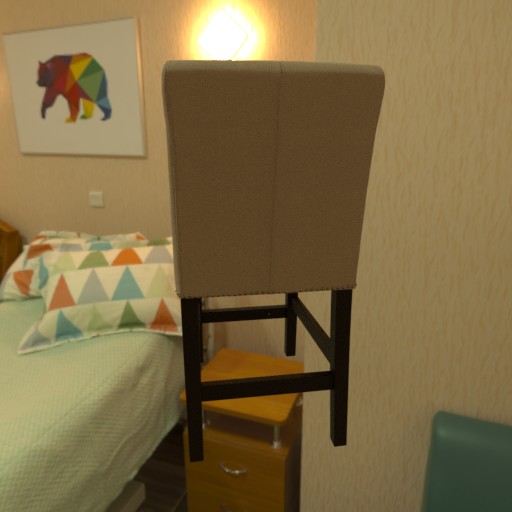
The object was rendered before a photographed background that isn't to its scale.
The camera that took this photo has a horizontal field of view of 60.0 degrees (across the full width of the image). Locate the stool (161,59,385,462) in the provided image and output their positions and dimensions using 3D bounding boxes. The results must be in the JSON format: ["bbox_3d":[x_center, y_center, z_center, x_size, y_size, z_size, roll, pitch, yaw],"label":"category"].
[{"bbox_3d":[0.000,0.000,1.175,0.427,0.885,0.571,-2,16,-9],"label":"stool"}]
